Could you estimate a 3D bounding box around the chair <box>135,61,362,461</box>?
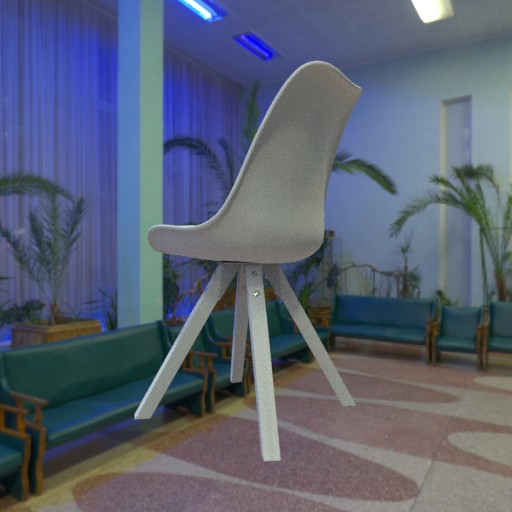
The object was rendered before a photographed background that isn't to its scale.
[{"bbox_3d":[0.000,0.000,1.198,0.550,0.850,0.485,0,0,35],"label":"chair"}]
